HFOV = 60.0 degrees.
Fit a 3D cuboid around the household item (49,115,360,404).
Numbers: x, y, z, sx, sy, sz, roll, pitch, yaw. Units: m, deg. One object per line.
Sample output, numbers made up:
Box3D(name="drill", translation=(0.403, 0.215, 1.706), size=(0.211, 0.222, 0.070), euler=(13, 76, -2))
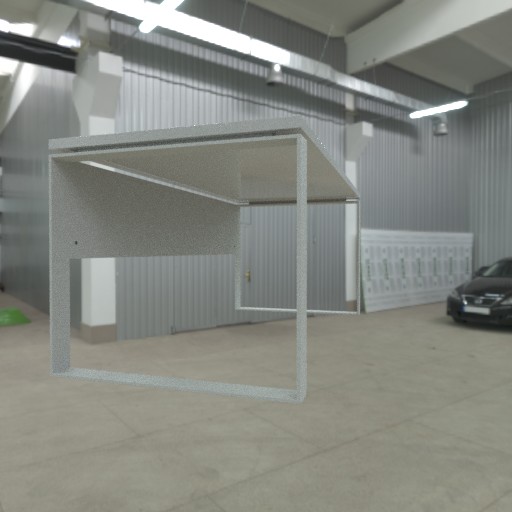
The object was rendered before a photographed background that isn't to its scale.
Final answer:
Box3D(name="household item", translation=(0.000, 0.000, 2.067), size=(0.800, 0.745, 1.700), euler=(0, 1, 18))
